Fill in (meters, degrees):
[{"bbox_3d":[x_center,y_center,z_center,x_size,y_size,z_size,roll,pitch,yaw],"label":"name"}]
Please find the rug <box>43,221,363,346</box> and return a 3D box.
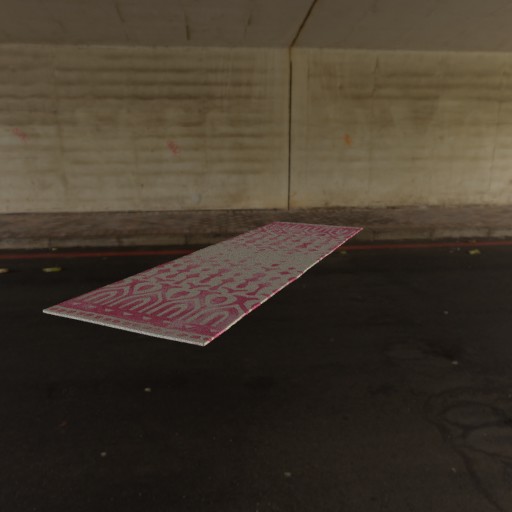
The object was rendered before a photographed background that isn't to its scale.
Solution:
[{"bbox_3d":[0.000,0.000,2.736,0.787,0.011,2.458,7,15,25],"label":"rug"}]
